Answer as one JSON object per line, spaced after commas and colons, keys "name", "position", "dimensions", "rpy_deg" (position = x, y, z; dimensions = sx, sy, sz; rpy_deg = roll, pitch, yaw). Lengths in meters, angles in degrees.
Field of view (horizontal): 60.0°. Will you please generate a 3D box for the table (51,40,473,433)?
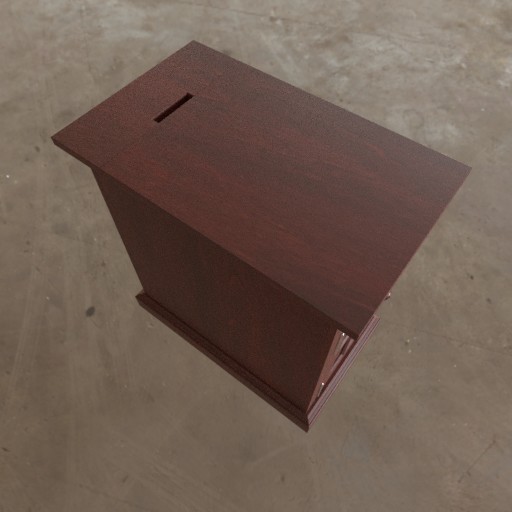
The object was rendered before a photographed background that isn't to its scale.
{"name": "table", "position": [0.000, 0.000, 0.970], "dimensions": [0.584, 0.612, 0.356], "rpy_deg": [32, 62, 19]}
